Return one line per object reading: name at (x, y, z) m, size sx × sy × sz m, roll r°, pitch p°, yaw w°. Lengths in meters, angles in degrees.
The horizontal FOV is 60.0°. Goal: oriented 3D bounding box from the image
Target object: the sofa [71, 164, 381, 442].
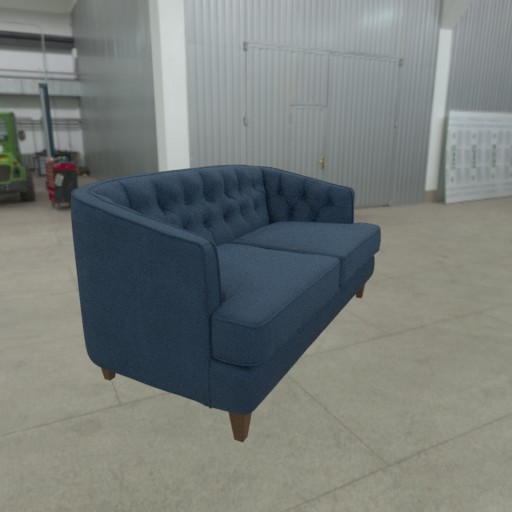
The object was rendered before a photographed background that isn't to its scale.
sofa at (0.000, 0.000, 2.277) m, size 0.941 × 0.854 × 1.733 m, roll 8°, pitch 17°, yaw 26°
